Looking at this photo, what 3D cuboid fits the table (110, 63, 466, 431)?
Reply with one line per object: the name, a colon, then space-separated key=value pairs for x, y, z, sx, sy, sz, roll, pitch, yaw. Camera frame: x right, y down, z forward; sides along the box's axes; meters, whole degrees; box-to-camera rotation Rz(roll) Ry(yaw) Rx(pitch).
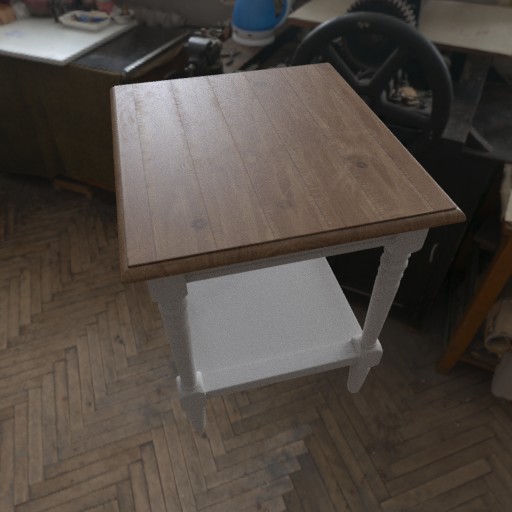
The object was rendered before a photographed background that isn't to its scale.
table: x=0.000 y=0.000 z=0.923 sx=0.457 sy=0.561 sz=0.508 roll=-10 pitch=47 yaw=-10
